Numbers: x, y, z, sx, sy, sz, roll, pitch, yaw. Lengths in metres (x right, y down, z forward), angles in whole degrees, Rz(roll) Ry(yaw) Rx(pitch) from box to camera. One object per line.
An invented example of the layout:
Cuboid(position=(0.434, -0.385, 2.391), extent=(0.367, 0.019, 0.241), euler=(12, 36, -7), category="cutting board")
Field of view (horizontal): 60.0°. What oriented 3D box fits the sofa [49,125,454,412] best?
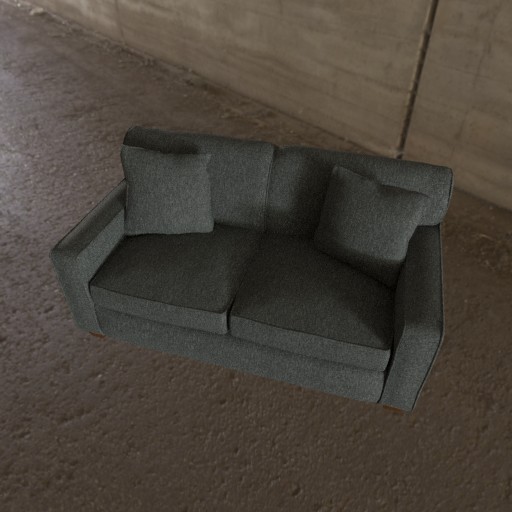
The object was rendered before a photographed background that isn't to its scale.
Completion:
Cuboid(position=(0.000, 0.000, 2.385), extent=(1.846, 0.958, 0.998), euler=(11, 41, 13), category="sofa")
